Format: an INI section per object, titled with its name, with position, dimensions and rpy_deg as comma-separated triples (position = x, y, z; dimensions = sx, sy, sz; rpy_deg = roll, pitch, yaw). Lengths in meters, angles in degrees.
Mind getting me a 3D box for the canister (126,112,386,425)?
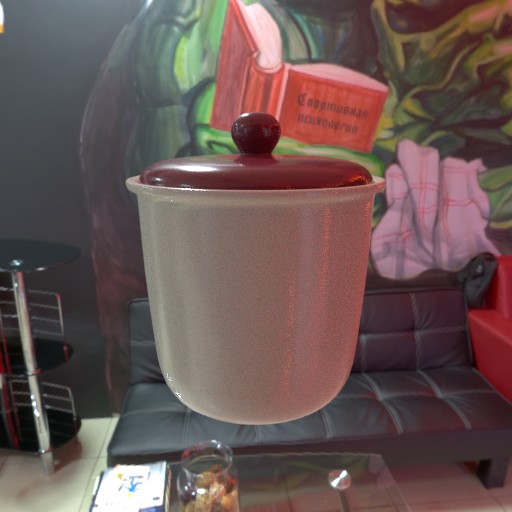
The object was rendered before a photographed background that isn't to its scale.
[canister]
position = 0.000, 0.000, 0.336
dimensions = 0.182, 0.208, 0.182
rpy_deg = 0, 15, 0
